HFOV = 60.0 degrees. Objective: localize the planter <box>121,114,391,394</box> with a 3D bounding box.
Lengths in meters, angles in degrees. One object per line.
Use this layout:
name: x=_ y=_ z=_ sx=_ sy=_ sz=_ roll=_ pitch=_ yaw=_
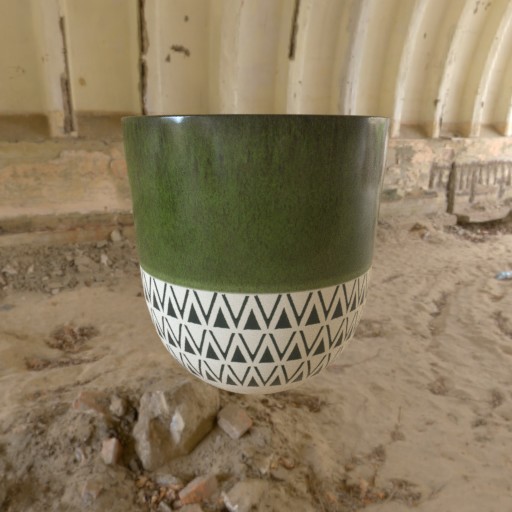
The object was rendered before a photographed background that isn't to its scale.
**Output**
planter: x=0.000 y=0.000 z=0.455 sx=0.245 sy=0.270 sz=0.245 roll=0 pitch=16 yaw=0
